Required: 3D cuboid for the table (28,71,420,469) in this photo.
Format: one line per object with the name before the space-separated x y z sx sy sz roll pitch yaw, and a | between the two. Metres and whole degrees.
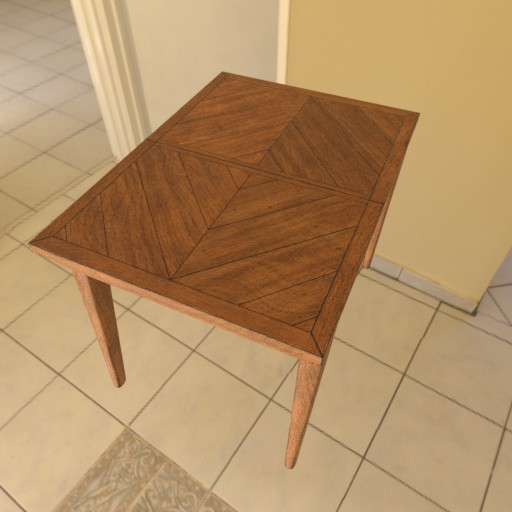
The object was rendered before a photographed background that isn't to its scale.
table | 0.000 0.000 1.570 0.757 0.760 1.027 18 50 16
